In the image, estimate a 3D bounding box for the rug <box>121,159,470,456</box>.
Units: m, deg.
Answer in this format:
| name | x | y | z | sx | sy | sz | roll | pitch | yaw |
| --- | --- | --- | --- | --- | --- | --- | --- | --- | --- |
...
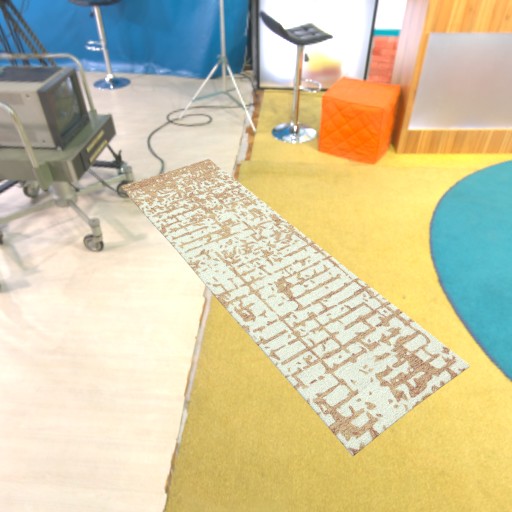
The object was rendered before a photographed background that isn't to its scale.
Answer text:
| name | x | y | z | sx | sy | sz | roll | pitch | yaw |
| --- | --- | --- | --- | --- | --- | --- | --- | --- | --- |
| rug | 0.000 | 0.000 | 2.665 | 0.750 | 0.011 | 2.435 | -24 | 46 | -26 |
